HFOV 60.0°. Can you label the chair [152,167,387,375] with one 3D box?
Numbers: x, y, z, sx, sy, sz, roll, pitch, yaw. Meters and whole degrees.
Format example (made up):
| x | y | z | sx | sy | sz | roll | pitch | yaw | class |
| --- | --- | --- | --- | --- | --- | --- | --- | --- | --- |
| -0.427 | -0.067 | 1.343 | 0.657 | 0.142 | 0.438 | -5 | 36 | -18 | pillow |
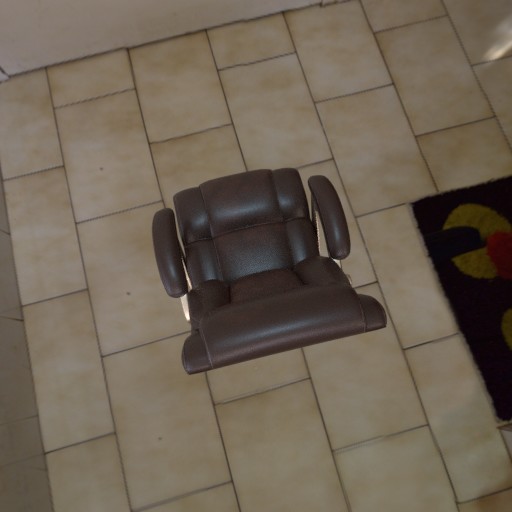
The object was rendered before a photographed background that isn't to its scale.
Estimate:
| x | y | z | sx | sy | sz | roll | pitch | yaw | class |
| --- | --- | --- | --- | --- | --- | --- | --- | --- | --- |
| 0.000 | 0.000 | 1.651 | 0.692 | 1.194 | 0.749 | -13 | 76 | -3 | chair |
